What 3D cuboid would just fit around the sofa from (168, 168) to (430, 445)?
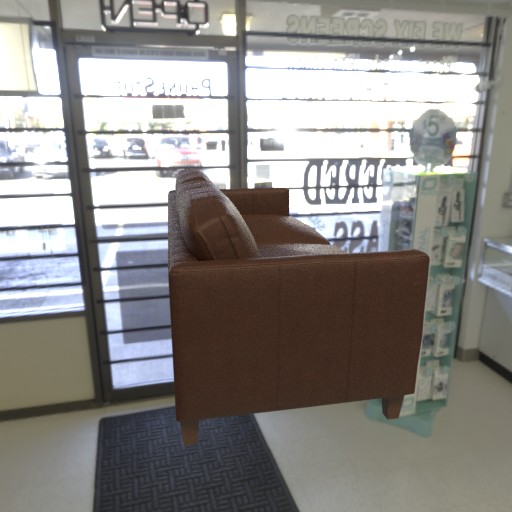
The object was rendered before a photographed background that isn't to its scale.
[{"bbox_3d":[0.000,0.000,2.423,0.923,0.863,1.971,-3,16,-10],"label":"sofa"}]
